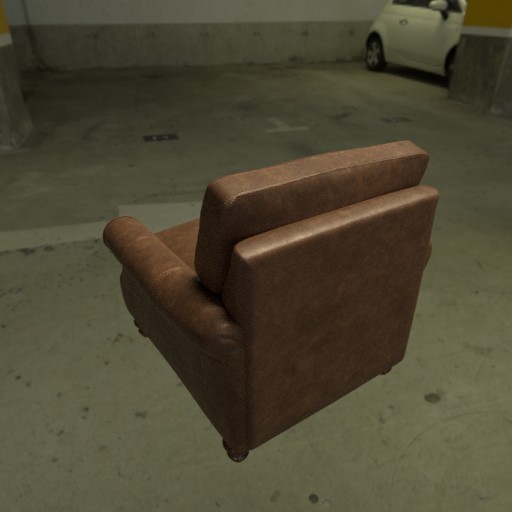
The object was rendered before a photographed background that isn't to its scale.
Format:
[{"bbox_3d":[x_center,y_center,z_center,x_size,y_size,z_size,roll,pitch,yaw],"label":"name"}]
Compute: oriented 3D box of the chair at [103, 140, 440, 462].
[{"bbox_3d":[0.000,0.000,1.755,0.996,0.976,1.002,-19,34,-30],"label":"chair"}]
